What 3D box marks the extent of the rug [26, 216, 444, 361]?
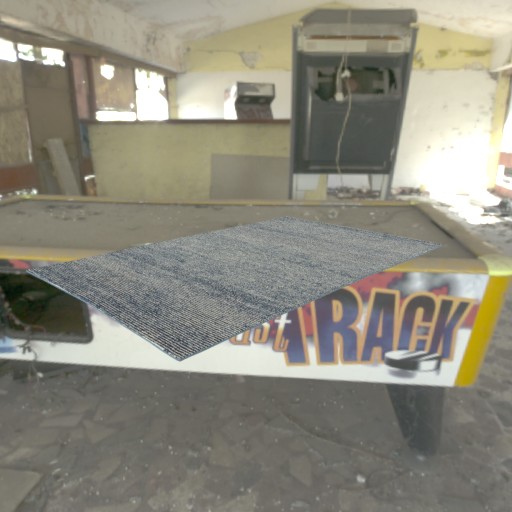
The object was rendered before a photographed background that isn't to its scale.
[{"bbox_3d":[0.000,0.000,2.203,1.145,0.021,1.777,15,22,43],"label":"rug"}]
